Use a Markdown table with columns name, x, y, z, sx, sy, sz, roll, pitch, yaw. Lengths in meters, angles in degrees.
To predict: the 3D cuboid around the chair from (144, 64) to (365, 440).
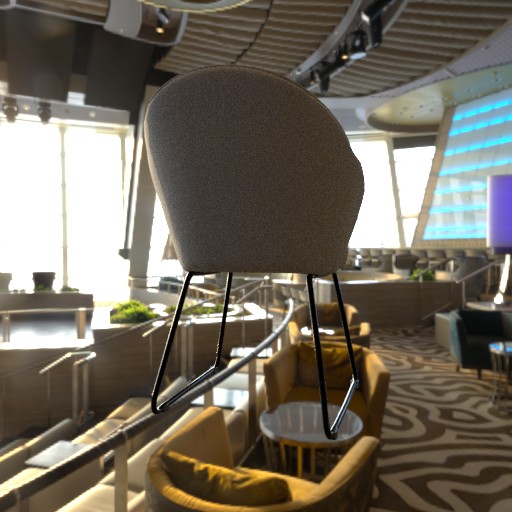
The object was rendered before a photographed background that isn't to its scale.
| name | x | y | z | sx | sy | sz | roll | pitch | yaw |
| --- | --- | --- | --- | --- | --- | --- | --- | --- | --- |
| chair | 0.000 | 0.000 | 1.218 | 0.570 | 0.817 | 0.592 | 0 | 1 | 18 |
